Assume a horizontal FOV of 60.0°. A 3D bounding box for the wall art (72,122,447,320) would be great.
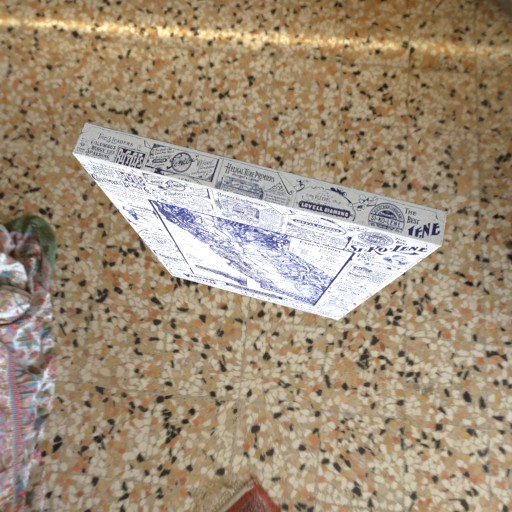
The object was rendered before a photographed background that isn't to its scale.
[{"bbox_3d":[0.000,0.000,0.766,0.408,0.601,0.040,15,75,4],"label":"wall art"}]
